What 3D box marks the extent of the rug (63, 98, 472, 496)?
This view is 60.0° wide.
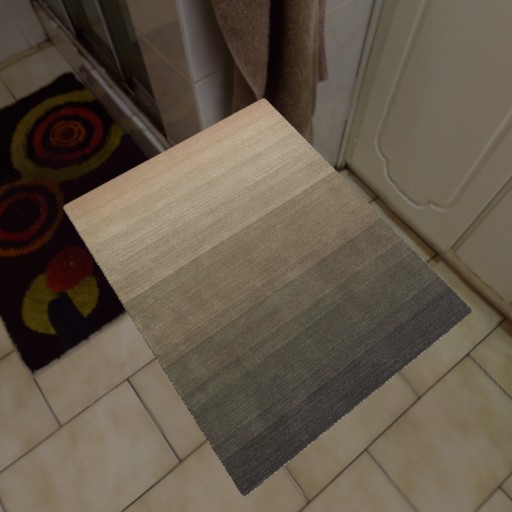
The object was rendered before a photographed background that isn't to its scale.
[{"bbox_3d":[0.000,0.000,3.849,2.305,0.017,2.902,-33,68,-15],"label":"rug"}]
